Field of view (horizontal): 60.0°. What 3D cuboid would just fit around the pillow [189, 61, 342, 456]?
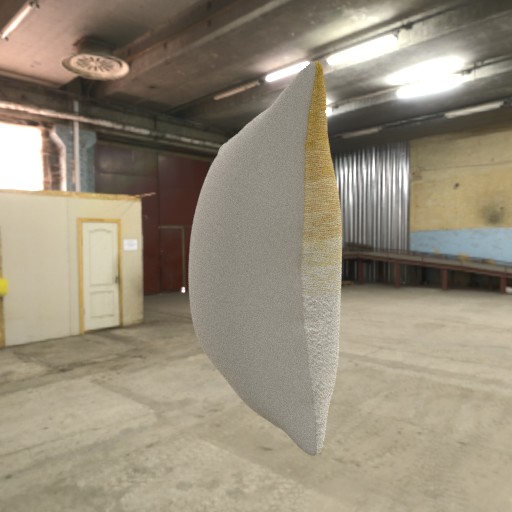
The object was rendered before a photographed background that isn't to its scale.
[{"bbox_3d":[0.000,0.000,0.712,0.211,0.450,0.450,0,2,-18],"label":"pillow"}]
